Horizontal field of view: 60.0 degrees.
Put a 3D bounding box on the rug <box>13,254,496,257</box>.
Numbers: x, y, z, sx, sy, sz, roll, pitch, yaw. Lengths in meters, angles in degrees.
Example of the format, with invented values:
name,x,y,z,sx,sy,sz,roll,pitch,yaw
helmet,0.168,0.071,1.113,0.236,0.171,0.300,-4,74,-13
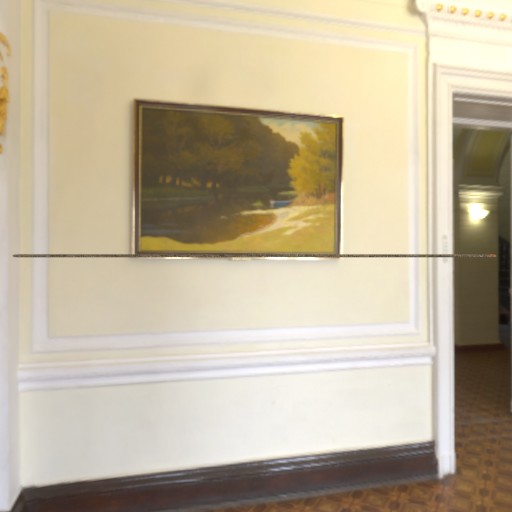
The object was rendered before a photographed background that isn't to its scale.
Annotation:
name,x,y,z,sx,sy,sz,roll,pitch,yaw
rug,0.000,0.000,2.595,2.413,0.016,0.810,0,0,-1
